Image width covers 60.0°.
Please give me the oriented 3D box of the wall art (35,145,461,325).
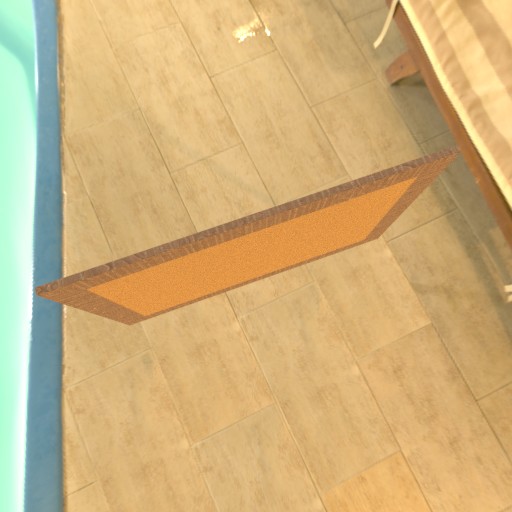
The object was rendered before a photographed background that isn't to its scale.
[{"bbox_3d":[0.000,0.000,1.410,1.056,0.761,0.020,-19,77,-5],"label":"wall art"}]
